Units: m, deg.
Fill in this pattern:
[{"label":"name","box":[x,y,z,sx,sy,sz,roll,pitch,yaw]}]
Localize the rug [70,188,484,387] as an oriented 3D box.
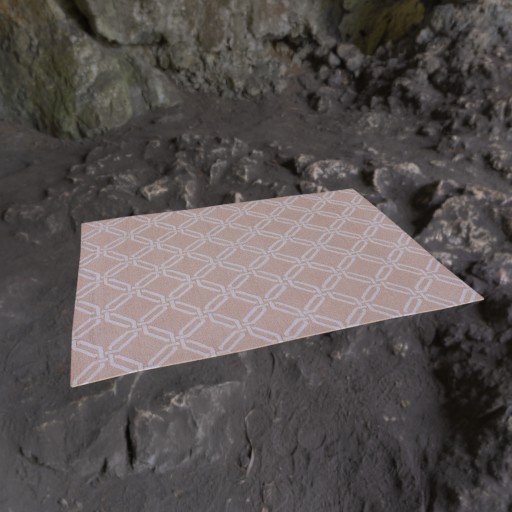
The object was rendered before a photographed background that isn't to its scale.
[{"label":"rug","box":[0.000,0.000,4.360,3.365,0.020,2.452,-9,33,-14]}]
